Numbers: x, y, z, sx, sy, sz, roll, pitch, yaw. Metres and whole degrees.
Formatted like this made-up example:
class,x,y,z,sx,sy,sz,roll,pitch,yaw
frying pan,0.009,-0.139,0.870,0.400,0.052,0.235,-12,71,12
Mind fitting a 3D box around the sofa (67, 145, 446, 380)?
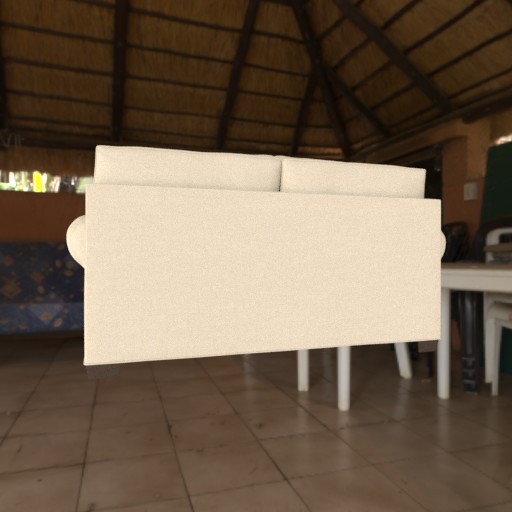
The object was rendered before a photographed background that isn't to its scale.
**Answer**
class,x,y,z,sx,sy,sz,roll,pitch,yaw
sofa,0.000,0.000,2.306,1.774,0.933,0.861,0,0,-18
